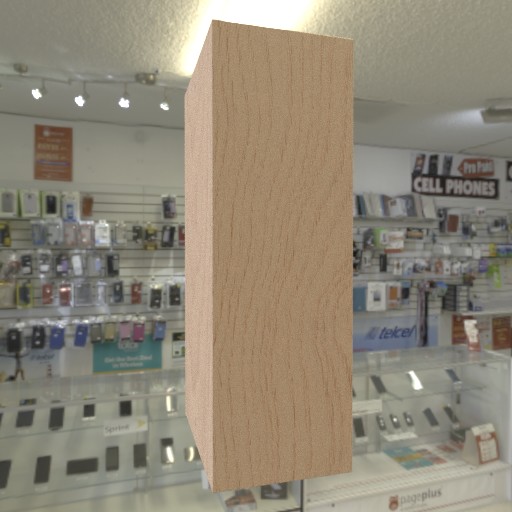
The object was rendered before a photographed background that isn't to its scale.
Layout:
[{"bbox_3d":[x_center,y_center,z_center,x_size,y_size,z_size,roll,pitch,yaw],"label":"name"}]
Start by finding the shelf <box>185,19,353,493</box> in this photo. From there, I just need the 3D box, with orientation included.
[{"bbox_3d":[0.000,0.000,0.727,0.200,0.600,0.290,0,1,-16],"label":"shelf"}]
